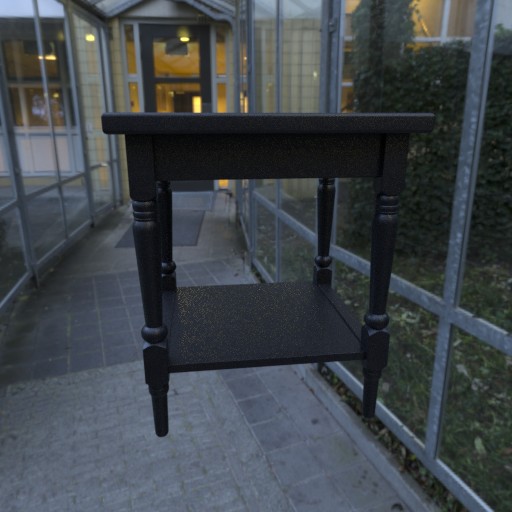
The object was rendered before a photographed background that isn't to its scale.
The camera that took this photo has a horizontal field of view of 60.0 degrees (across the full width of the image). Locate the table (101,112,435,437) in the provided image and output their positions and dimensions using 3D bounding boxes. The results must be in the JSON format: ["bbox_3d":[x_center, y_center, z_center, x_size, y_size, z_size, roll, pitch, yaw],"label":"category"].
[{"bbox_3d":[0.000,0.000,0.929,0.488,0.565,0.442,-2,17,-7],"label":"table"}]
